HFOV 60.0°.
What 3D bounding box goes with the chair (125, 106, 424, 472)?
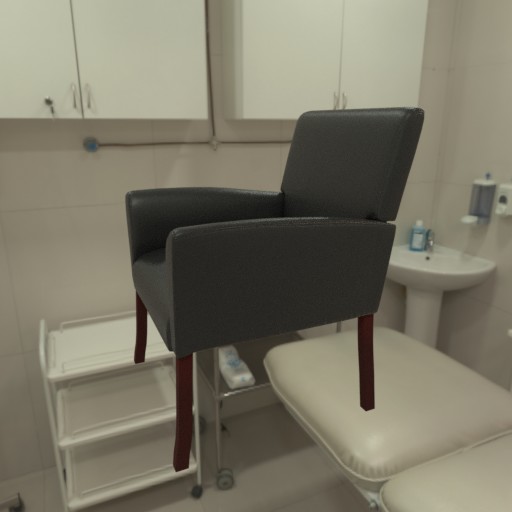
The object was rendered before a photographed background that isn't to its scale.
[{"bbox_3d":[0.000,0.000,1.497,0.772,0.951,0.683,-8,18,-23],"label":"chair"}]
